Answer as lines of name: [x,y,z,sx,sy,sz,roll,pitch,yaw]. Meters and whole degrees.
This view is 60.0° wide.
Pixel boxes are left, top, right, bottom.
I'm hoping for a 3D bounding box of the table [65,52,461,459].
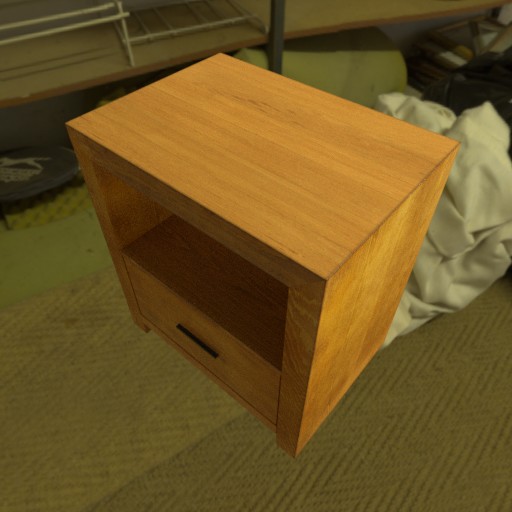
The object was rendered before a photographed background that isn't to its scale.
table: [0.000,0.000,0.969,0.550,0.605,0.400,32,54,26]
